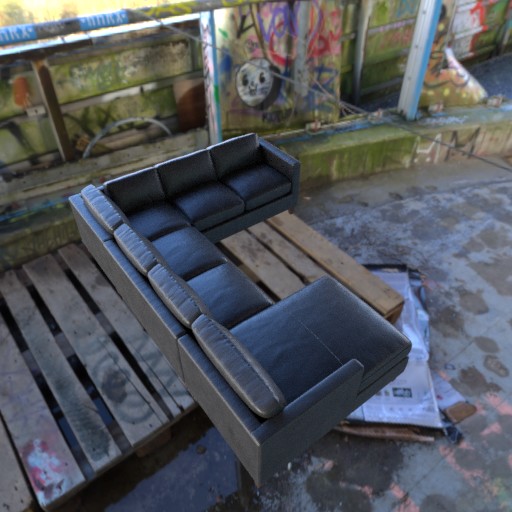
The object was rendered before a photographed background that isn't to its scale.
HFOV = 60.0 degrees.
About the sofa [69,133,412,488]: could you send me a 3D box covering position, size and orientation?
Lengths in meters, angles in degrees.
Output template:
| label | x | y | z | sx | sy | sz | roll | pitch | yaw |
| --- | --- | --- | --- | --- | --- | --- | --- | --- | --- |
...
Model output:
| label | x | y | z | sx | sy | sz | roll | pitch | yaw |
| --- | --- | --- | --- | --- | --- | --- | --- | --- | --- |
| sofa | 0.000 | 0.000 | 4.397 | 2.452 | 0.891 | 3.324 | -27 | 48 | -27 |
